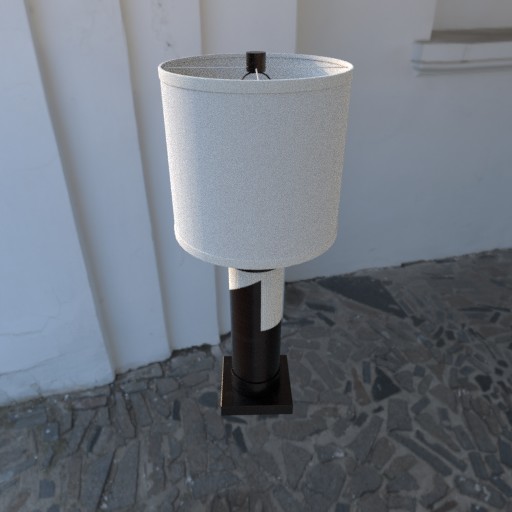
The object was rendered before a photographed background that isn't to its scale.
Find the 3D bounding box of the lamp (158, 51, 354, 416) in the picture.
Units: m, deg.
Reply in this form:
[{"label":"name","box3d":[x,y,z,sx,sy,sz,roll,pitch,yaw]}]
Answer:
[{"label":"lamp","box3d":[0.000,0.000,0.606,0.211,0.509,0.211,-1,31,-1]}]
